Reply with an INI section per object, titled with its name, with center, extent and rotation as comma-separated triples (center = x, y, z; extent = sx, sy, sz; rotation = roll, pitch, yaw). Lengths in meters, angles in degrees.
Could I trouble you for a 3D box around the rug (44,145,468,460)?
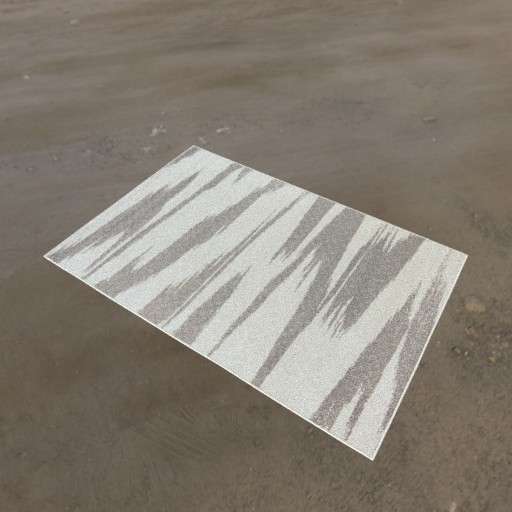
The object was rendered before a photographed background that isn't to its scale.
[rug]
center = 0.000, 0.000, 2.289
extent = 1.827, 0.008, 1.225
rotation = 26, 52, 22
